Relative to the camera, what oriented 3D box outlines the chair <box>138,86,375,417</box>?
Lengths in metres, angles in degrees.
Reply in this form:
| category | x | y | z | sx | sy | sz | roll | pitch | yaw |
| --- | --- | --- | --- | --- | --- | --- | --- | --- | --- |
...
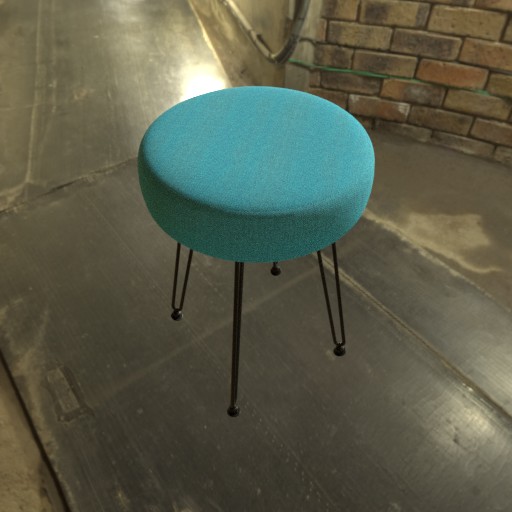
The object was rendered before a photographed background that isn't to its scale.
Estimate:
| category | x | y | z | sx | sy | sz | roll | pitch | yaw |
| --- | --- | --- | --- | --- | --- | --- | --- | --- | --- |
| chair | 0.000 | 0.000 | 0.705 | 0.350 | 0.440 | 0.350 | 11 | 48 | 10 |
